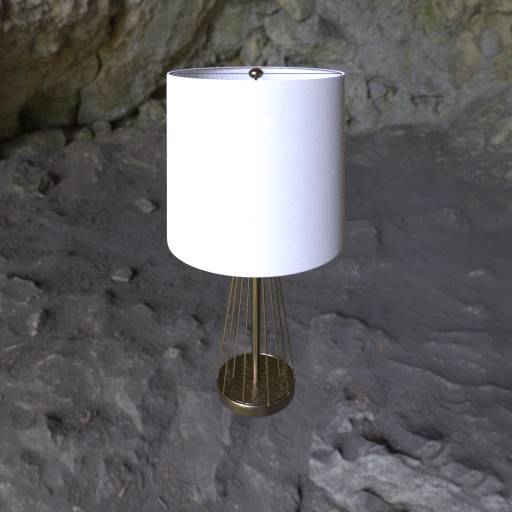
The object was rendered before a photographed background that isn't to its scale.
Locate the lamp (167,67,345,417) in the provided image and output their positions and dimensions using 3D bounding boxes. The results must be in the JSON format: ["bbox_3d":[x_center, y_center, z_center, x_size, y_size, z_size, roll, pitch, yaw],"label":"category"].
[{"bbox_3d":[0.000,0.000,0.790,0.303,0.618,0.303,0,27,0],"label":"lamp"}]
